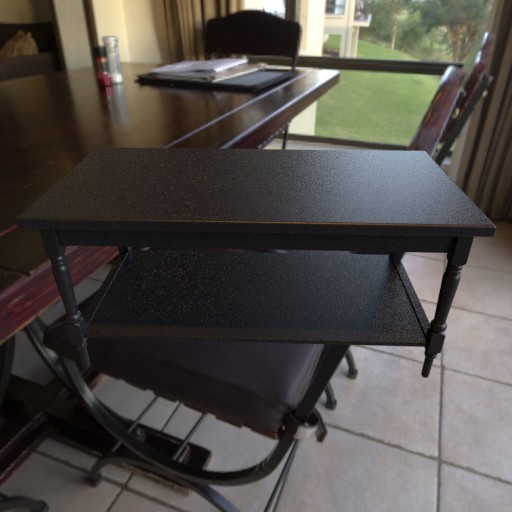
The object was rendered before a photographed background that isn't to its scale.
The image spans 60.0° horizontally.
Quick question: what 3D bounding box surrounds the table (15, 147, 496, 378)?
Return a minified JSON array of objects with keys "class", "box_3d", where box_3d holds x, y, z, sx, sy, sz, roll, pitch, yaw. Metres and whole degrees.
[{"class":"table","box_3d":[0.000,0.000,1.382,1.107,0.510,0.550,1,31,2]}]
